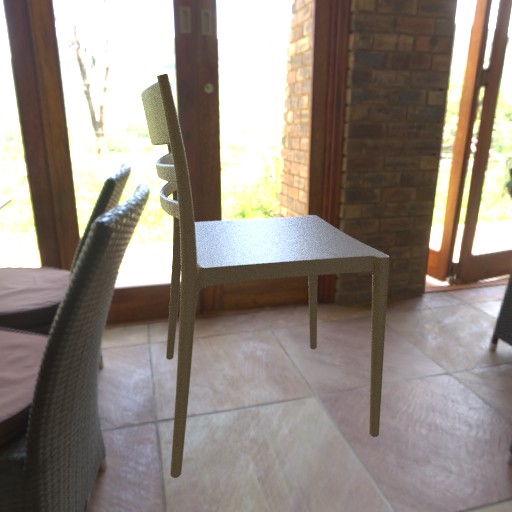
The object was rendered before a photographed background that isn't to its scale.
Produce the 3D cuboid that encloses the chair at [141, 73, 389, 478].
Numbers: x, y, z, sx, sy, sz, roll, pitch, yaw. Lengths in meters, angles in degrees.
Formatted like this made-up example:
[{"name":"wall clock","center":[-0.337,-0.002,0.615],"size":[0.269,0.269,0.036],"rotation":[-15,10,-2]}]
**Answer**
[{"name":"chair","center":[0.000,0.000,1.118],"size":[0.511,0.800,0.531],"rotation":[-3,17,-12]}]
